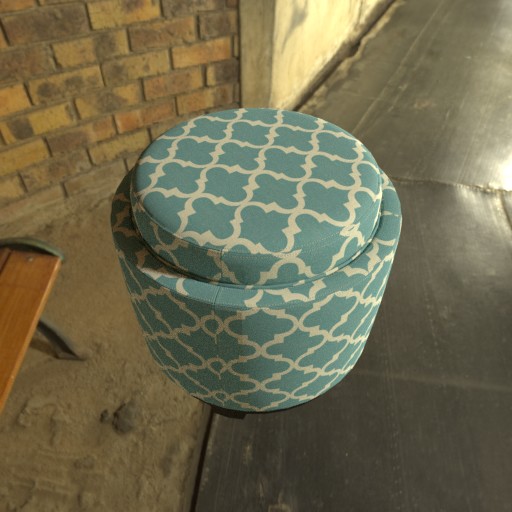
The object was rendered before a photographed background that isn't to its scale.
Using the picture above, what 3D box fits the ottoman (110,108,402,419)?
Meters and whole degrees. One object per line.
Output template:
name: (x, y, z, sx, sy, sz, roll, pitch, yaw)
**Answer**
ottoman: (0.000, 0.000, 0.836, 0.480, 0.429, 0.480, 0, 46, 0)
